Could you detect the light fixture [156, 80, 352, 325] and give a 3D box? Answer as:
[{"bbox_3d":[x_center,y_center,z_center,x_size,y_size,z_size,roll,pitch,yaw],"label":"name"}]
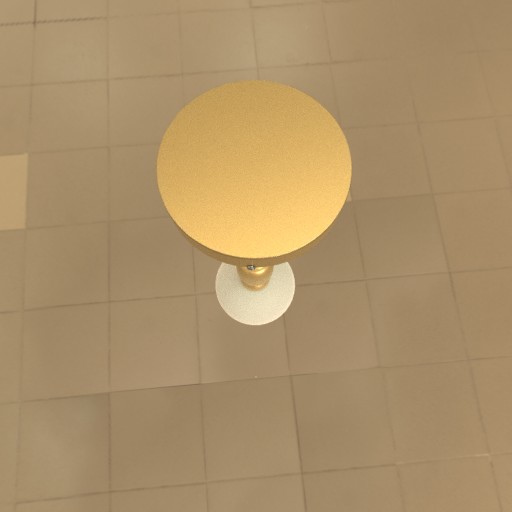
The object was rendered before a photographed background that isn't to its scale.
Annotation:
[{"bbox_3d":[0.000,0.000,0.569,0.146,0.510,0.147,-5,75,-1],"label":"light fixture"}]
